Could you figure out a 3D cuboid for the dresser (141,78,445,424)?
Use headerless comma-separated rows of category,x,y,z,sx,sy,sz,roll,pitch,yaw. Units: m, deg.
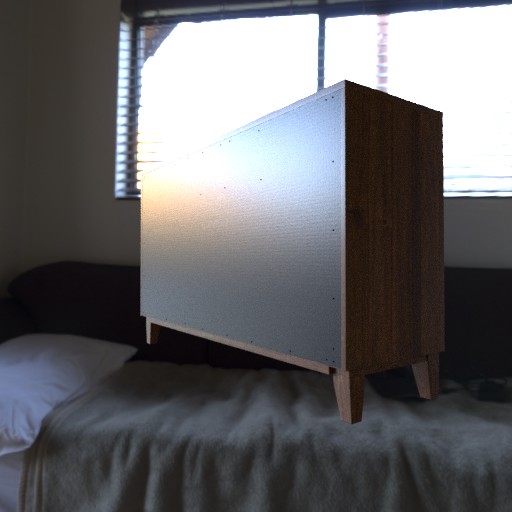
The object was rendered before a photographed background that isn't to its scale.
dresser,0.000,0.000,1.803,0.446,0.873,1.400,1,-1,-35
